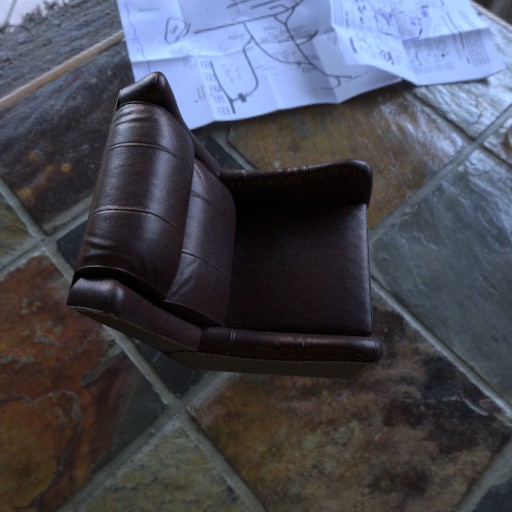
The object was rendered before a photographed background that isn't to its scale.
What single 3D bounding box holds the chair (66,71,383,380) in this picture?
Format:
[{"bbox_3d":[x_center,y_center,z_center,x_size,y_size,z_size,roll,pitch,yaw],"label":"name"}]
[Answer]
[{"bbox_3d":[0.000,0.000,1.807,1.008,1.084,0.869,3,66,1],"label":"chair"}]
